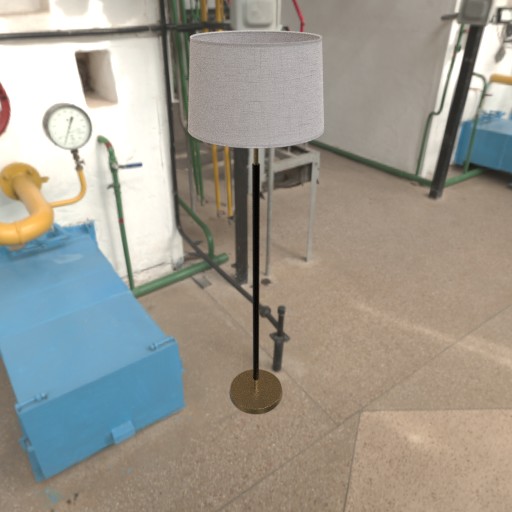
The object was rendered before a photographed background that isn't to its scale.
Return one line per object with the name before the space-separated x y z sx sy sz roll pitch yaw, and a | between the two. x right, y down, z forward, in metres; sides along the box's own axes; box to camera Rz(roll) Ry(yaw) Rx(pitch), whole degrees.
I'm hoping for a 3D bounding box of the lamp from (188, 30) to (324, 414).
lamp | 0.000 0.000 1.622 0.420 1.447 0.420 0 31 0
